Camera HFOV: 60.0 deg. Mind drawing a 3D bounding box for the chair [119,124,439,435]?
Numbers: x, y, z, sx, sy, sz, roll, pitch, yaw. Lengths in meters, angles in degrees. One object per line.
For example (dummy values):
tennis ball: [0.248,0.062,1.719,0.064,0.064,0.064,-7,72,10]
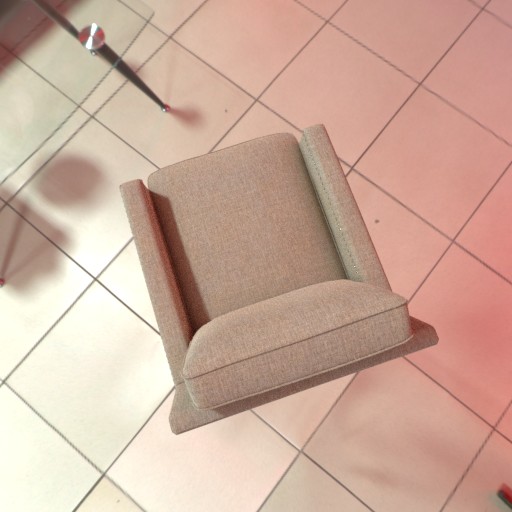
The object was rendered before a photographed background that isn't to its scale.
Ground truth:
chair: [0.000,0.000,1.741,0.853,0.943,1.014,-18,77,-4]
